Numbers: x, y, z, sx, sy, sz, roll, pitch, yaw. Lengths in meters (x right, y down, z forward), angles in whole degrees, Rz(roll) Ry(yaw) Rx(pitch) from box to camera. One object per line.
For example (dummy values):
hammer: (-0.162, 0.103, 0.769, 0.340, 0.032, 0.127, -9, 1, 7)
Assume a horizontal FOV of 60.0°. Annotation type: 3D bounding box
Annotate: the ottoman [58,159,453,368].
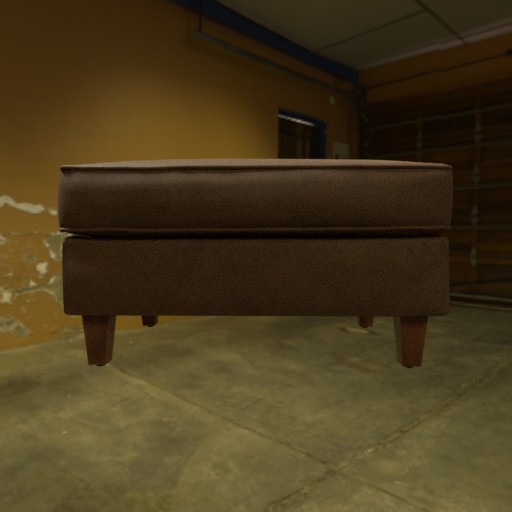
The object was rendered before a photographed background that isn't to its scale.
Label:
ottoman: (0.000, 0.000, 1.212, 0.860, 0.481, 0.596, 0, 2, 1)
